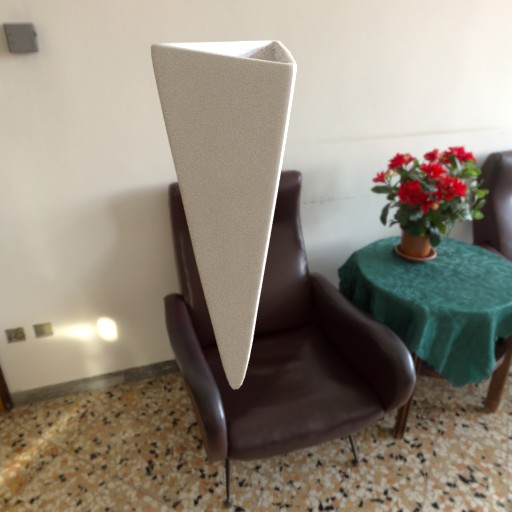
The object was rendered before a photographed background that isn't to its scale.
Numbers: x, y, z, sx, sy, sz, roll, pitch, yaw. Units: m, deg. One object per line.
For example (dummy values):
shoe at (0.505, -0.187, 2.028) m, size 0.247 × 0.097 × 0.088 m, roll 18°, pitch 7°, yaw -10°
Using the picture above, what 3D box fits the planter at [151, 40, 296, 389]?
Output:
planter at (0.000, 0.000, 0.389) m, size 0.065 × 0.338 × 0.143 m, roll 18°, pitch 32°, yaw 32°
